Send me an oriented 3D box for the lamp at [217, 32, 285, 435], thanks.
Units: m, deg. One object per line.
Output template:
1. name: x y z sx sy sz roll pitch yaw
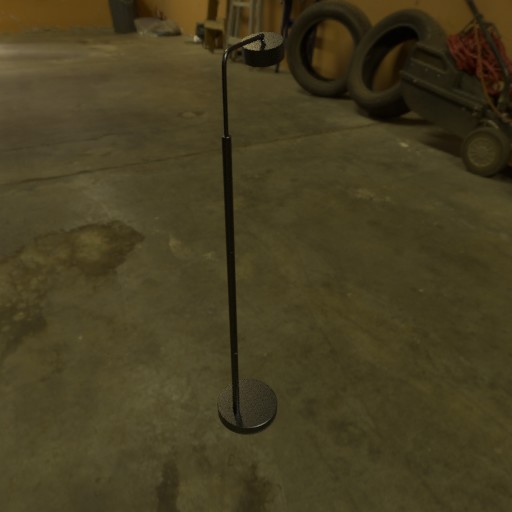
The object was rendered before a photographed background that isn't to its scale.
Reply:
1. lamp: 0.000 0.000 1.396 0.219 1.230 0.418 10 34 15
